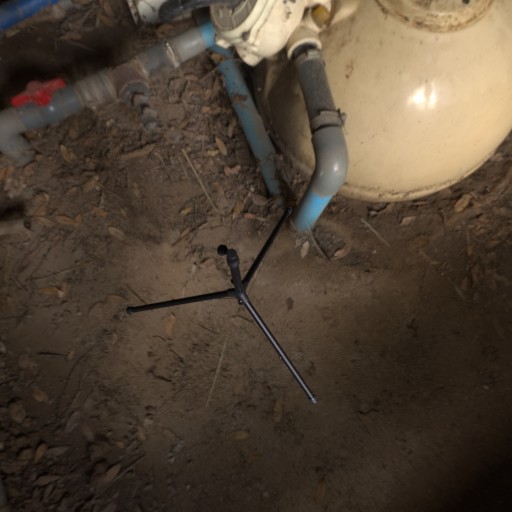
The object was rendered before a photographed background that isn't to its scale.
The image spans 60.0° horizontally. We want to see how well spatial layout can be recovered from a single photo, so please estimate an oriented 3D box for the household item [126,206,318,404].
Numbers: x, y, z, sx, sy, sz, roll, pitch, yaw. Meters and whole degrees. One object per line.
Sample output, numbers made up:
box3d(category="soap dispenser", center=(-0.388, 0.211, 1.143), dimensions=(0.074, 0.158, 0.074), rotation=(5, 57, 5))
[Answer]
box3d(category="household item", center=(0.000, 0.000, 2.733), dimensions=(1.596, 1.595, 1.339), rotation=(25, 77, 6))
